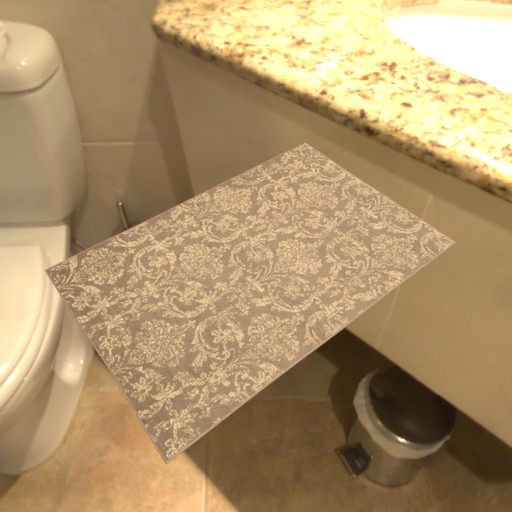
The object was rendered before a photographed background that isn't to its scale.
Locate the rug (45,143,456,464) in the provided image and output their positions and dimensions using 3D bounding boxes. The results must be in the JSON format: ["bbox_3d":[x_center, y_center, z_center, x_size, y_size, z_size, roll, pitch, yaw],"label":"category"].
[{"bbox_3d":[0.000,0.000,3.533,2.746,0.018,1.819,-31,55,-24],"label":"rug"}]
